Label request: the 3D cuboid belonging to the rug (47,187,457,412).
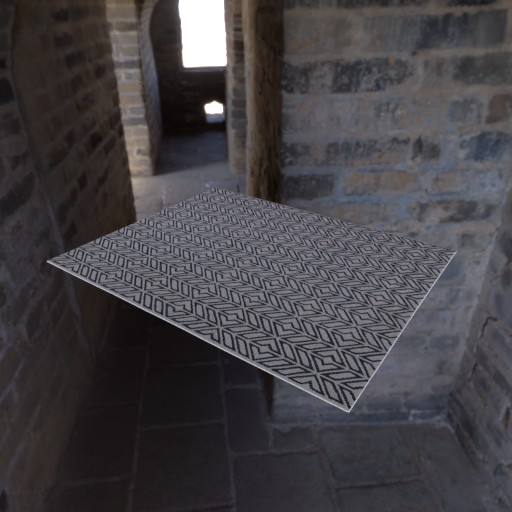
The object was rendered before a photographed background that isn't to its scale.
[{"bbox_3d":[0.000,0.000,4.198,3.045,0.008,2.421,19,34,31],"label":"rug"}]
